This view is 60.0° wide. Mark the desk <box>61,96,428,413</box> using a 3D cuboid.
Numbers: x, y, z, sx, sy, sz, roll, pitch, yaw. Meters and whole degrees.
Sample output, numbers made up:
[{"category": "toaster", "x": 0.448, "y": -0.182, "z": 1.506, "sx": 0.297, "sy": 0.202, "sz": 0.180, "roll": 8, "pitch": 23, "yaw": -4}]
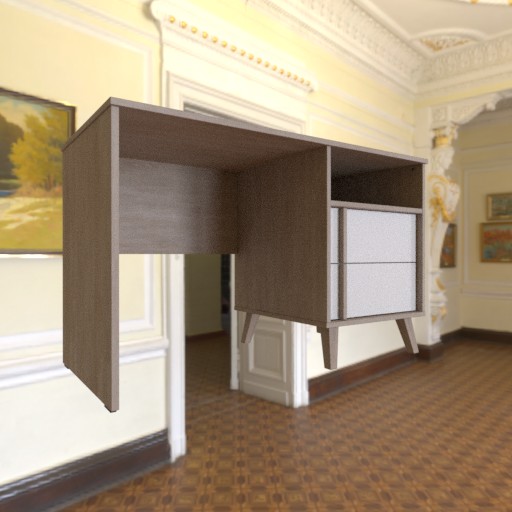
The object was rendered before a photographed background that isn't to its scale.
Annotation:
[{"category": "desk", "x": 0.000, "y": 0.000, "z": 1.663, "sx": 1.251, "sy": 0.770, "sz": 0.600, "roll": 0, "pitch": 0, "yaw": -34}]
